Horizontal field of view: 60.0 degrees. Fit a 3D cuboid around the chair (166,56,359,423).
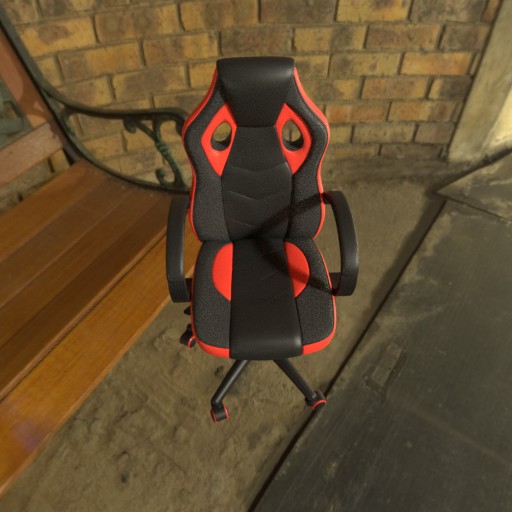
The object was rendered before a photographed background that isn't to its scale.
[{"bbox_3d":[0.000,0.000,1.399,0.600,1.016,0.642,-2,46,-2],"label":"chair"}]
